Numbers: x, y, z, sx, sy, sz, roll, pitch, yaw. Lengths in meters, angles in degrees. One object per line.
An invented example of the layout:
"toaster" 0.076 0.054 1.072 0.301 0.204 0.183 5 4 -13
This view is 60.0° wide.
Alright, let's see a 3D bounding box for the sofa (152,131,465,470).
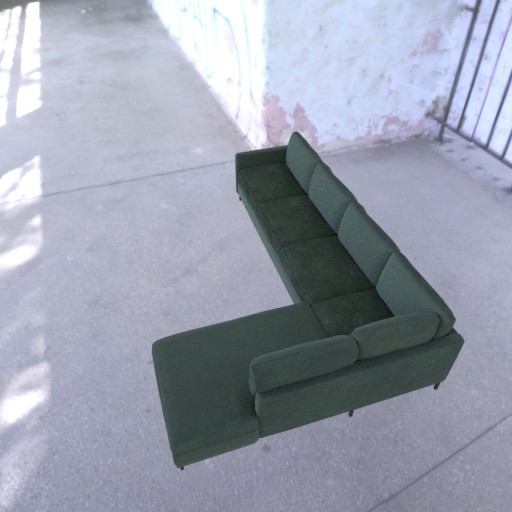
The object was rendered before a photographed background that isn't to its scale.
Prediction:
"sofa" 0.000 0.000 3.261 1.707 0.687 2.486 -12 43 -13
